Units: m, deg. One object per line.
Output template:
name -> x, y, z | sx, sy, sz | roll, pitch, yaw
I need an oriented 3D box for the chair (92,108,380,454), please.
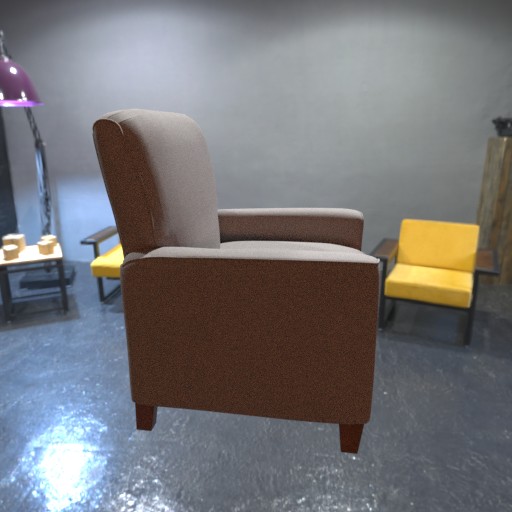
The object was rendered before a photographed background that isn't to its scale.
chair -> 0.000, 0.000, 1.635 | 0.859, 1.023, 0.845 | 3, 16, 9
